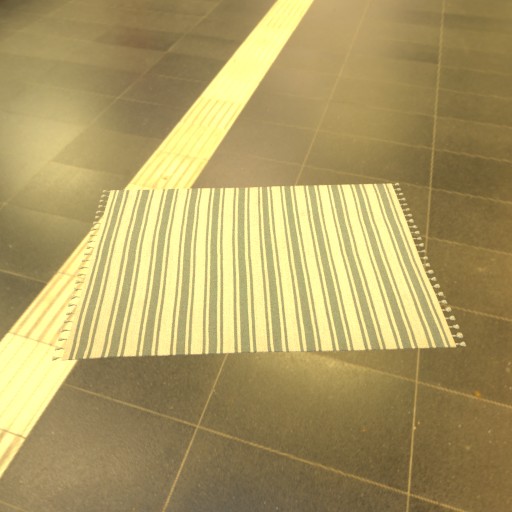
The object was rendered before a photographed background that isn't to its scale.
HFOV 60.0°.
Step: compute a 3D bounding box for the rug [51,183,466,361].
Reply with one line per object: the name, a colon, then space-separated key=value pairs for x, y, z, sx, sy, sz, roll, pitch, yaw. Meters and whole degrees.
rug: x=0.000 y=0.000 z=3.078 sx=2.410 sy=0.011 sz=1.539 roll=-2 pitch=47 yaw=-2
